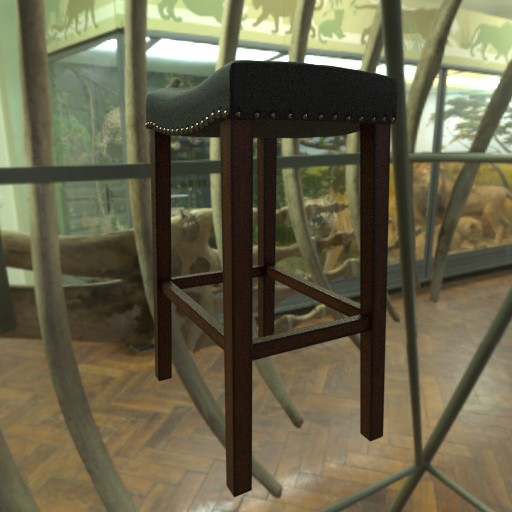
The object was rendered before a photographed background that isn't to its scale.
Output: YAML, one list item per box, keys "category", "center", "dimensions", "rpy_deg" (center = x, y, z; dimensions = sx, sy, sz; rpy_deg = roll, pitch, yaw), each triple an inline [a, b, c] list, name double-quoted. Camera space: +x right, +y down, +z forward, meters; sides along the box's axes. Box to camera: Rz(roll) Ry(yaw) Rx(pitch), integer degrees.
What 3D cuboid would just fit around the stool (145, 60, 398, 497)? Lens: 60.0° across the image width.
- category: "stool"
  center: [0.000, 0.000, 1.016]
  dimensions: [0.366, 0.760, 0.502]
  rpy_deg: [-7, 16, -28]
